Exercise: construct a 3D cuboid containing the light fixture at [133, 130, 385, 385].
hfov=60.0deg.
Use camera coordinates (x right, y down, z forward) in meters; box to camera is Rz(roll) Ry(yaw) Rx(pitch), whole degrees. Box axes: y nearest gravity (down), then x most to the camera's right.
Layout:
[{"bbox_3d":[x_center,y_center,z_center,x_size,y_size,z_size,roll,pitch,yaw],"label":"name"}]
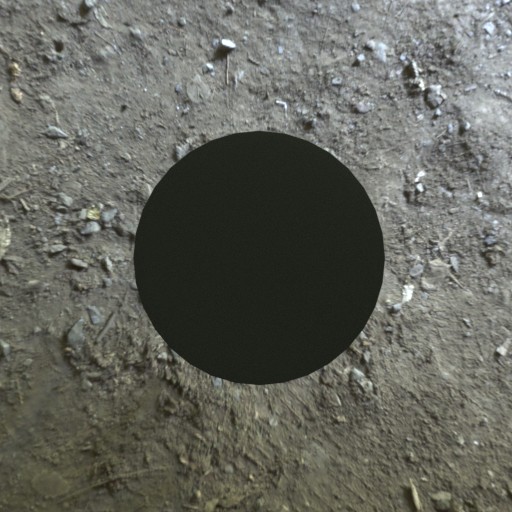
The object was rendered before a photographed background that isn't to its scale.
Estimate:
[{"bbox_3d":[0.000,0.000,0.391,0.197,0.254,0.197,0,91,-1],"label":"light fixture"}]
